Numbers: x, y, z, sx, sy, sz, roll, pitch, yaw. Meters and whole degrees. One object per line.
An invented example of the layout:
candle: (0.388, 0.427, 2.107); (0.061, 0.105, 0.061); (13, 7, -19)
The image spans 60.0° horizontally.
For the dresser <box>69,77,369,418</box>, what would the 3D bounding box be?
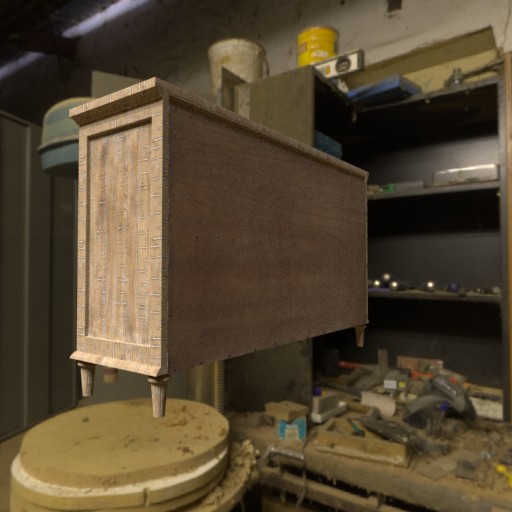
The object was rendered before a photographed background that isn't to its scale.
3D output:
dresser: (0.000, 0.000, 2.087); (0.457, 1.016, 1.626); (-1, -2, 36)
